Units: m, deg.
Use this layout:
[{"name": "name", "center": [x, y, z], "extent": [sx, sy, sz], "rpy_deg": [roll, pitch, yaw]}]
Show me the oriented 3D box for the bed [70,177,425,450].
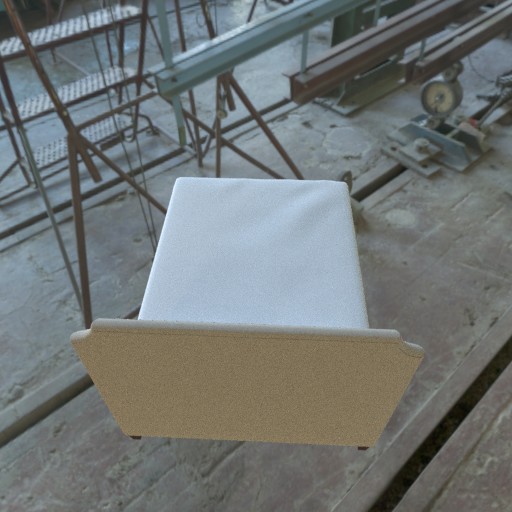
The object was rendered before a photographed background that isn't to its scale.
[{"name": "bed", "center": [0.000, 0.000, 3.330], "extent": [1.713, 1.443, 2.372], "rpy_deg": [2, 47, 2]}]
